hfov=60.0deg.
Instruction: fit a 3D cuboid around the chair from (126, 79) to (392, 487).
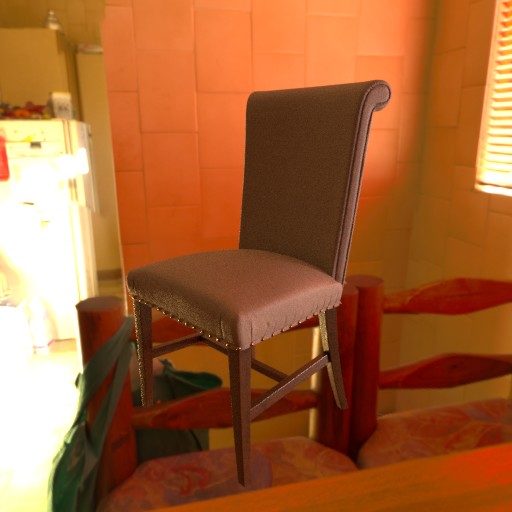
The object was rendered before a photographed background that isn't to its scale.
[{"bbox_3d":[0.000,0.000,1.327,0.608,0.988,0.513,-14,21,-42],"label":"chair"}]
